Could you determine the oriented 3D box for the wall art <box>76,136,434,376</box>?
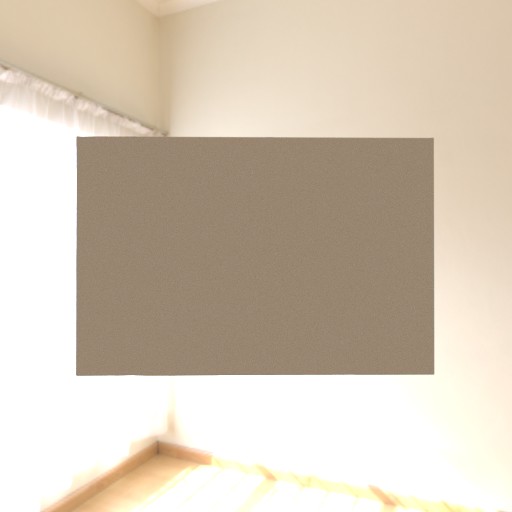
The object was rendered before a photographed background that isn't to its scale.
[{"bbox_3d":[0.000,0.000,1.132,0.894,0.595,0.057,0,0,-1],"label":"wall art"}]
